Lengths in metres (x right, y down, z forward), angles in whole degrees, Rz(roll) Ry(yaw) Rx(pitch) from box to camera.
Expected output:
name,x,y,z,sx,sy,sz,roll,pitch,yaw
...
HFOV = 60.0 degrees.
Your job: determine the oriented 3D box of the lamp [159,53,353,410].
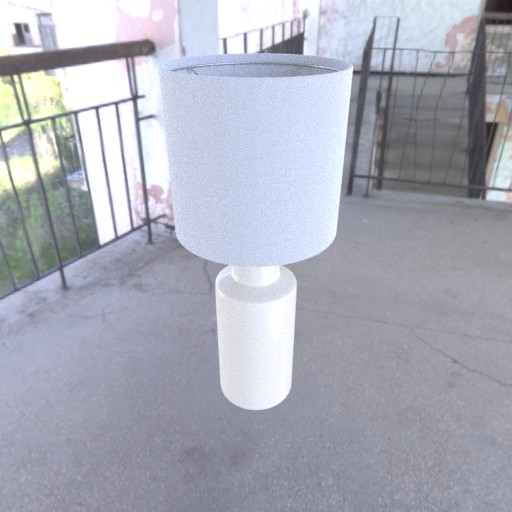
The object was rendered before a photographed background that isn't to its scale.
name,x,y,z,sx,sy,sz,roll,pitch,yaw
lamp,0.000,0.000,0.614,0.212,0.493,0.212,20,35,30
